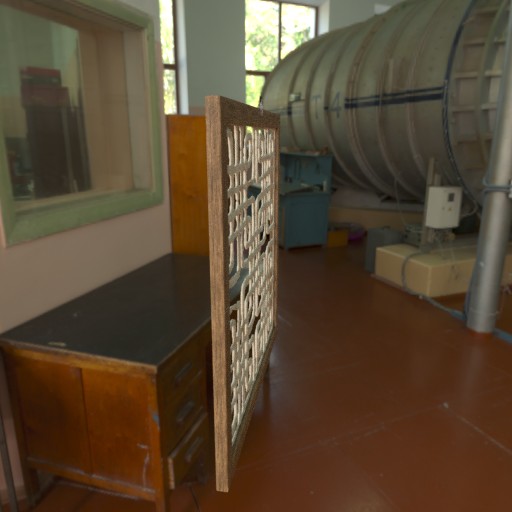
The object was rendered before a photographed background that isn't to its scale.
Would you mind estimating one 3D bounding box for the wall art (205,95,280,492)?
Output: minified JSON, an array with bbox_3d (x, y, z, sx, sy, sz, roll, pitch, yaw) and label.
[{"bbox_3d":[0.000,0.000,0.853,0.021,0.582,0.561,3,16,10],"label":"wall art"}]
